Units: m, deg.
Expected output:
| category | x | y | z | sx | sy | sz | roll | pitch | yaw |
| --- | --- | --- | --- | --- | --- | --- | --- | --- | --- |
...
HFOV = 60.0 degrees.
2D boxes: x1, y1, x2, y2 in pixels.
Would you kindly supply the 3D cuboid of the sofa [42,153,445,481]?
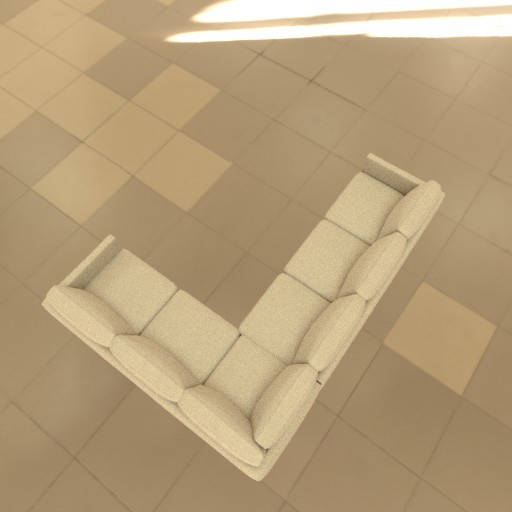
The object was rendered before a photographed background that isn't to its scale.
| category | x | y | z | sx | sy | sz | roll | pitch | yaw |
| --- | --- | --- | --- | --- | --- | --- | --- | --- | --- |
| sofa | 0.000 | 0.000 | 4.523 | 2.522 | 0.934 | 3.333 | 33 | 68 | 15 |
